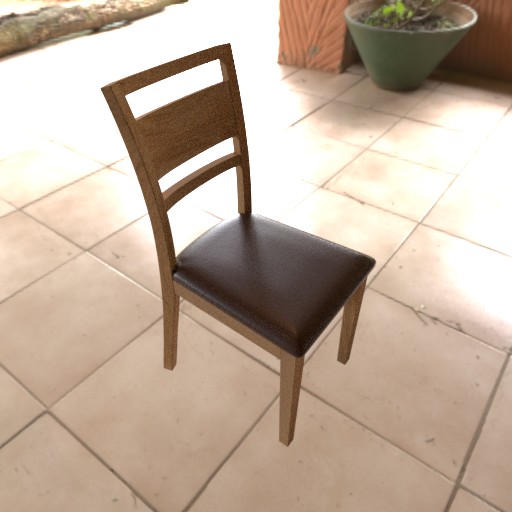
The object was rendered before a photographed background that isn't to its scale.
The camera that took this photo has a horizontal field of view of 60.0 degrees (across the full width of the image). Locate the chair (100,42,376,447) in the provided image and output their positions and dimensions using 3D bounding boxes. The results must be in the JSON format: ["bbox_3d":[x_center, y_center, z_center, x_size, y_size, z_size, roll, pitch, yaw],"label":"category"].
[{"bbox_3d":[0.000,0.000,1.214,0.545,0.940,0.420,25,47,27],"label":"chair"}]
